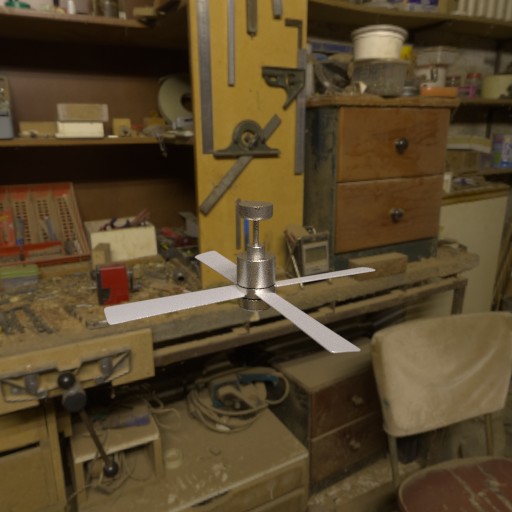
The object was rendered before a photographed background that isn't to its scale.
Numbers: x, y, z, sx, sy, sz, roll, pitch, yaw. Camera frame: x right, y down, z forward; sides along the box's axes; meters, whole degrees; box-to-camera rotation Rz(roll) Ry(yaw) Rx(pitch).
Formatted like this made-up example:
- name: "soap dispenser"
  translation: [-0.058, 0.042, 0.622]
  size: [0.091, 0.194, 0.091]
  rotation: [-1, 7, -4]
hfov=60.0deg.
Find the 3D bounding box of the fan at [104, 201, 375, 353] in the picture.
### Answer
- name: "fan"
  translation: [0.000, 0.000, 2.282]
  size: [1.525, 0.539, 1.525]
  rotation: [-8, 18, -25]
